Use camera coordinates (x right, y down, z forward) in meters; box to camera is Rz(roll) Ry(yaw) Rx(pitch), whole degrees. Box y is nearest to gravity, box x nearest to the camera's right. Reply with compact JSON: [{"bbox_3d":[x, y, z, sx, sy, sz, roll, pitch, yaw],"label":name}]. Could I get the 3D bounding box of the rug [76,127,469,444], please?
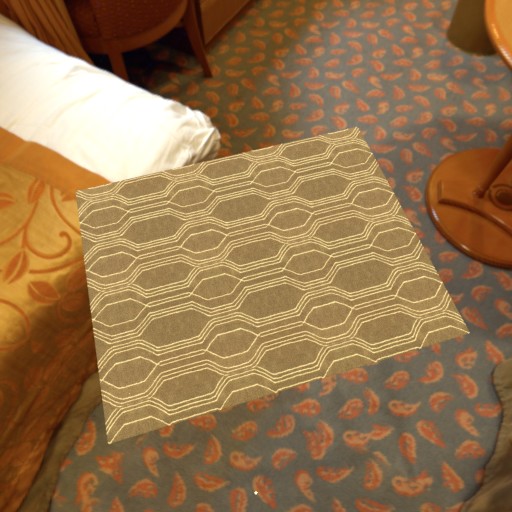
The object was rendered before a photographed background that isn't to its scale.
[{"bbox_3d":[0.000,0.000,4.112,3.062,0.012,2.457,-15,63,-8],"label":"rug"}]
